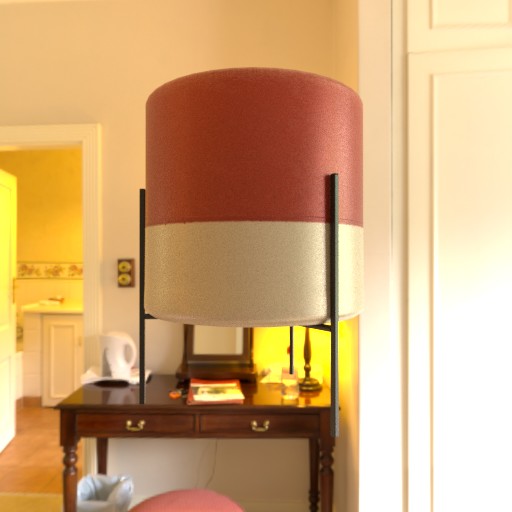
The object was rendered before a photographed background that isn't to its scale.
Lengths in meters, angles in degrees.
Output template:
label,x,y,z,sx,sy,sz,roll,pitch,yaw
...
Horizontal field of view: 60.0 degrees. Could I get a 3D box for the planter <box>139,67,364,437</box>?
label,x,y,z,sx,sy,sz,roll,pitch,yaw
planter,0.000,0.000,0.711,0.345,0.465,0.354,0,0,-36
